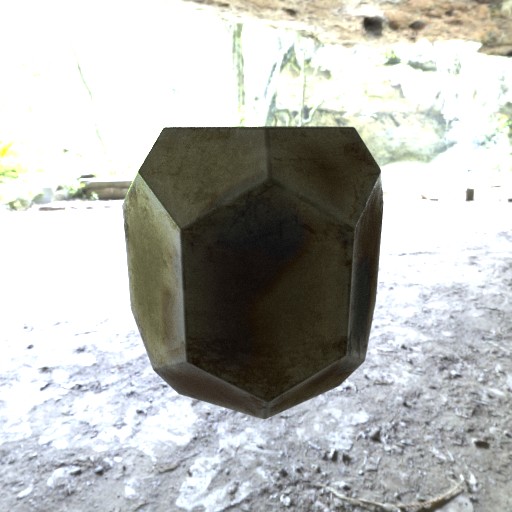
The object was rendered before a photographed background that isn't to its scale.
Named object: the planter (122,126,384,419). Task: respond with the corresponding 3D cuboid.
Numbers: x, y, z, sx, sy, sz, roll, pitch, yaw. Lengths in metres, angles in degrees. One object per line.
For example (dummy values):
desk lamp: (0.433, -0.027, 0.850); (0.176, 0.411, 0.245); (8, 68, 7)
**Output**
planter: (0.000, 0.000, 0.424); (0.221, 0.238, 0.243); (8, 18, 24)
